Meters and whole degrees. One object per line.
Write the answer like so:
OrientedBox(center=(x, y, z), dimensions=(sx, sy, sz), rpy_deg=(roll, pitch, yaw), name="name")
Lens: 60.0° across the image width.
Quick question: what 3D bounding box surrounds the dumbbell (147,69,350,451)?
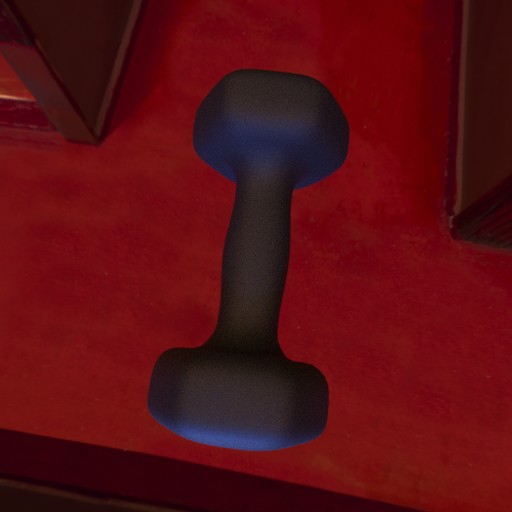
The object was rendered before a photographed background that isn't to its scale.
OrientedBox(center=(0.000, 0.000, 0.292), dimensions=(0.112, 0.101, 0.231), rpy_deg=(7, 76, 2), name="dumbbell")
